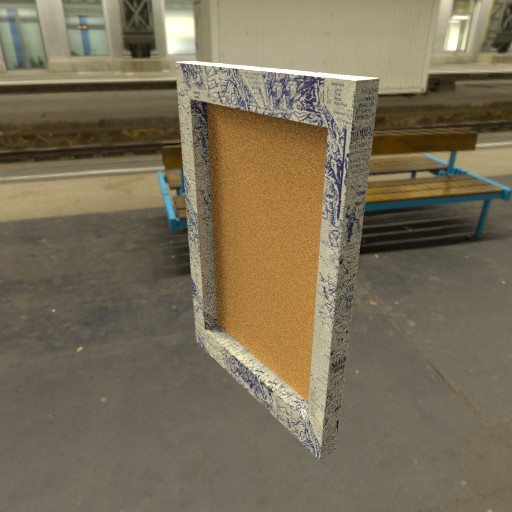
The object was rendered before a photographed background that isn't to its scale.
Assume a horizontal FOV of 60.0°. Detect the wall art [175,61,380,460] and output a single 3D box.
[{"bbox_3d":[0.000,0.000,0.481,0.025,0.376,0.255,-19,33,-33],"label":"wall art"}]
